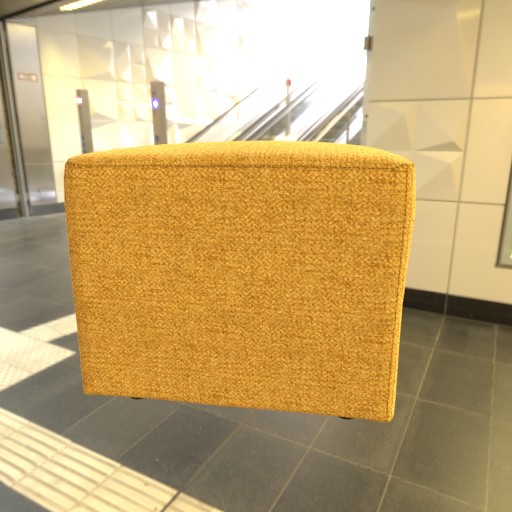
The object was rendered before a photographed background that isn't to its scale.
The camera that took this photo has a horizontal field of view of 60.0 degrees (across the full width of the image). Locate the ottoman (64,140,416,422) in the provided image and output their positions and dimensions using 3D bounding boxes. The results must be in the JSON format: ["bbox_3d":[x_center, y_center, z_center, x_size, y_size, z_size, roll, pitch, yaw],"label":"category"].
[{"bbox_3d":[0.000,0.000,0.880,0.505,0.441,0.512,2,16,9],"label":"ottoman"}]
